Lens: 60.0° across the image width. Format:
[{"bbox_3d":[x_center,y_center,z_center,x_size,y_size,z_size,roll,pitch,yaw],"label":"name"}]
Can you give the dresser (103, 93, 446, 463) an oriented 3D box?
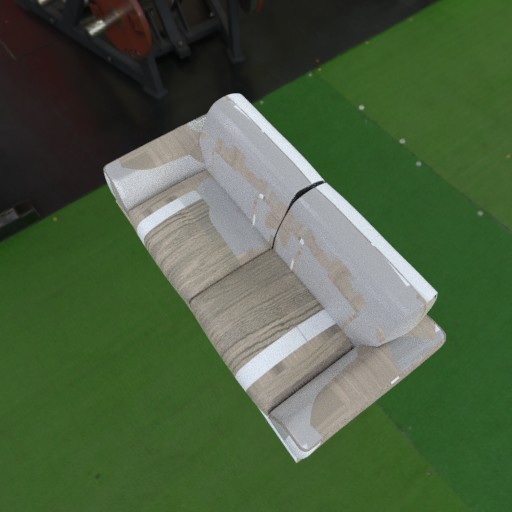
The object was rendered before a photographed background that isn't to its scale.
[{"bbox_3d":[0.000,0.000,5.984,2.251,1.863,4.679,-32,66,-16],"label":"dresser"}]
